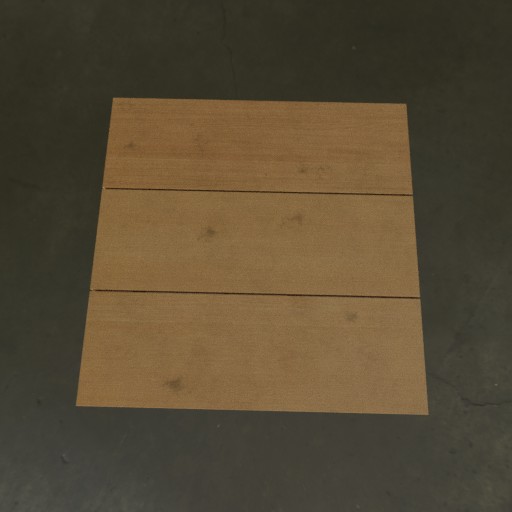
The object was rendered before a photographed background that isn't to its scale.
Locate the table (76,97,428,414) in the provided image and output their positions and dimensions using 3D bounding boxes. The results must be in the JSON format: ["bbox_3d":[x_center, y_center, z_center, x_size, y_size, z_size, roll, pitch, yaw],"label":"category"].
[{"bbox_3d":[0.000,0.000,1.715,1.100,0.400,1.100,1,75,0],"label":"table"}]
